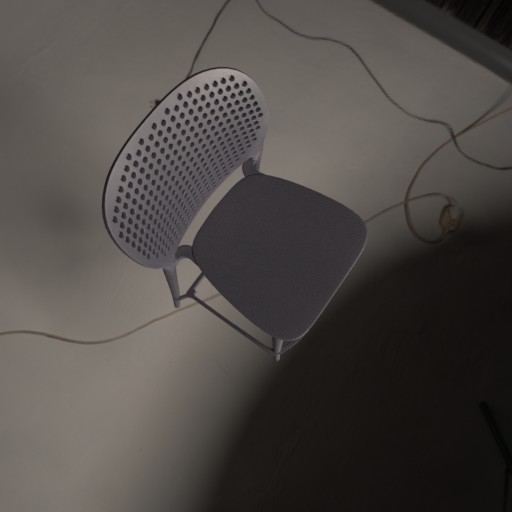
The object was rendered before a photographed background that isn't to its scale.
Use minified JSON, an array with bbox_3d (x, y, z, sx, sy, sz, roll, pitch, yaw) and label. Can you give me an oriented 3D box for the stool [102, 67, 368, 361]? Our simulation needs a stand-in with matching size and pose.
[{"bbox_3d":[0.000,0.000,1.335,0.535,1.045,0.536,35,79,8],"label":"stool"}]
